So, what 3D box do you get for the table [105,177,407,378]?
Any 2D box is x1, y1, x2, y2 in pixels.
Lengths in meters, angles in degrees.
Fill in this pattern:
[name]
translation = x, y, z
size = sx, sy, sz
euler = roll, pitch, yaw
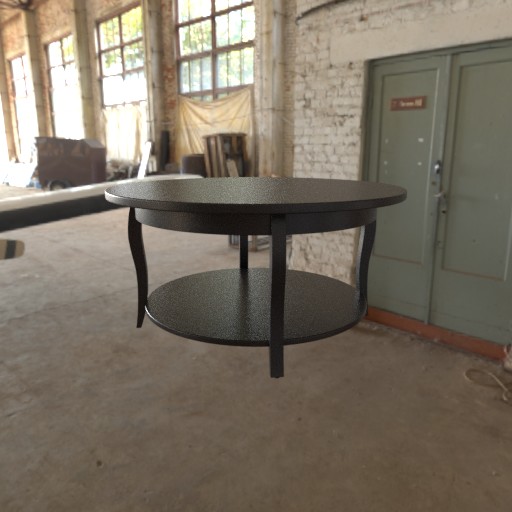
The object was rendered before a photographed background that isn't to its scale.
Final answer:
[table]
translation = 0.000, 0.000, 1.465
size = 0.914, 0.457, 0.914
euler = 0, 14, 0
